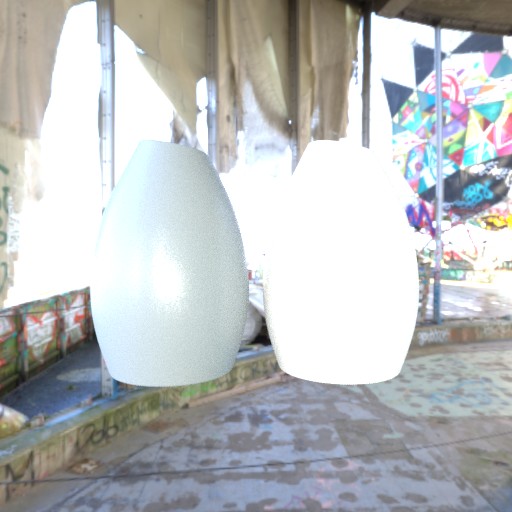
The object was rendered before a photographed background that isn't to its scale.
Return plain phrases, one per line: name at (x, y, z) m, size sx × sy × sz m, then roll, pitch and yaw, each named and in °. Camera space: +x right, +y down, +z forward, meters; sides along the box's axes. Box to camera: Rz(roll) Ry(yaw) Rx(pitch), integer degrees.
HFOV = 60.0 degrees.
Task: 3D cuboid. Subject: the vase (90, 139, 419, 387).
vase at (0.000, 0.000, 0.259) m, size 0.187 × 0.131 × 0.089 m, roll 0°, pitch 1°, yaw -2°
